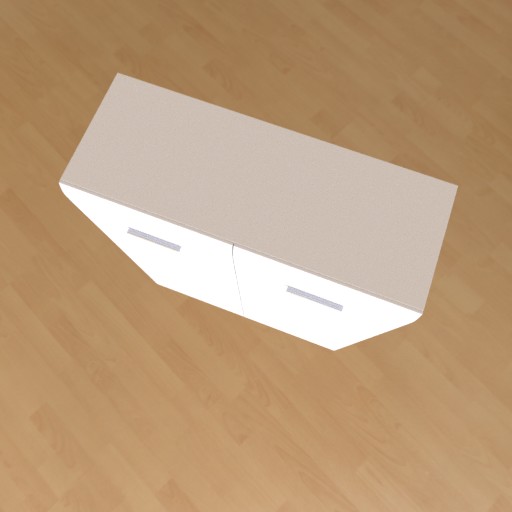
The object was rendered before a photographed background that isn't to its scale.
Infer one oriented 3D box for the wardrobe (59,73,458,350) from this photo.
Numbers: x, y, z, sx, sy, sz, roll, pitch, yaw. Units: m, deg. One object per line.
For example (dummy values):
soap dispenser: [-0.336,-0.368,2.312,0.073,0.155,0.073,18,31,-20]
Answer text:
wardrobe: [0.000,0.000,1.637,0.900,1.200,0.360,20,75,5]
